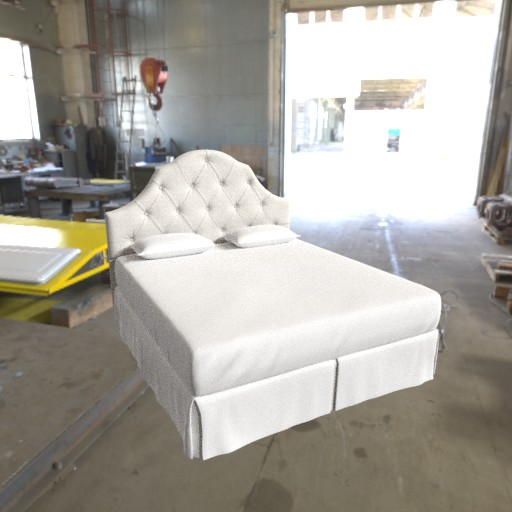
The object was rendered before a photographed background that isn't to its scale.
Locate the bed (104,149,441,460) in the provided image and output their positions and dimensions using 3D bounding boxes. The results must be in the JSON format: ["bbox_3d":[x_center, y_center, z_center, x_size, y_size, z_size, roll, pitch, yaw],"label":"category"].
[{"bbox_3d":[0.000,0.000,3.600,2.008,1.615,2.214,-8,17,-27],"label":"bed"}]
